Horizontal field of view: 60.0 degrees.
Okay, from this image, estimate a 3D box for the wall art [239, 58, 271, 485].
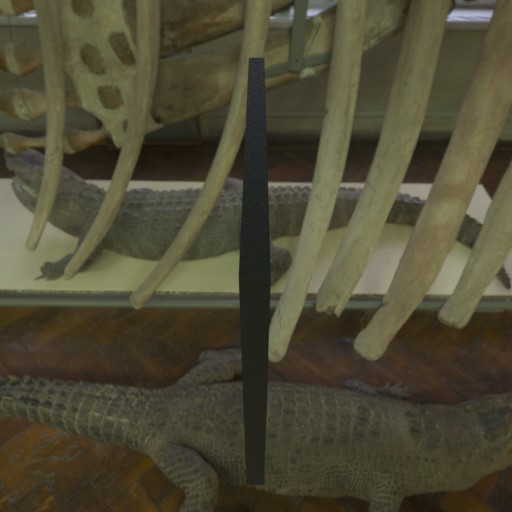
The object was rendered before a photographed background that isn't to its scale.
[{"bbox_3d":[0.000,0.000,0.747,0.028,0.460,0.561,0,42,0],"label":"wall art"}]
